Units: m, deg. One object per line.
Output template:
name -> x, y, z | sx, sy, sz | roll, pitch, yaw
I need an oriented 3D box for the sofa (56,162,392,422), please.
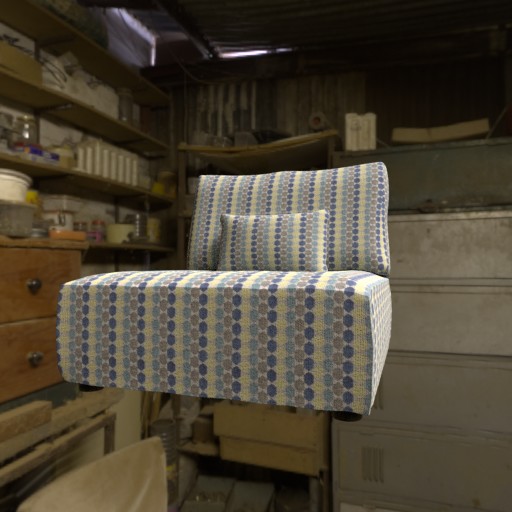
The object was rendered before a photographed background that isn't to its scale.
sofa -> 0.000, 0.000, 1.656 | 0.930, 0.830, 1.000 | 0, -1, 19
